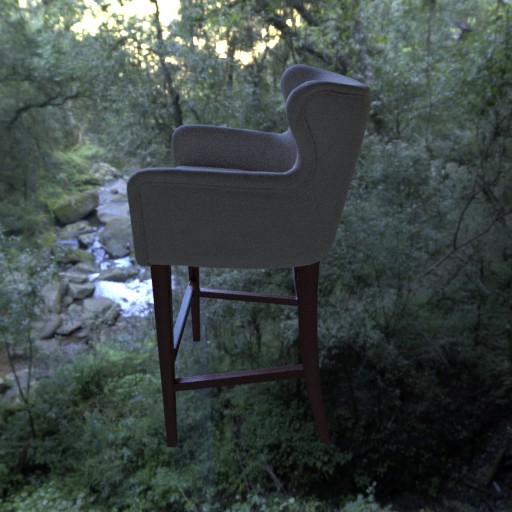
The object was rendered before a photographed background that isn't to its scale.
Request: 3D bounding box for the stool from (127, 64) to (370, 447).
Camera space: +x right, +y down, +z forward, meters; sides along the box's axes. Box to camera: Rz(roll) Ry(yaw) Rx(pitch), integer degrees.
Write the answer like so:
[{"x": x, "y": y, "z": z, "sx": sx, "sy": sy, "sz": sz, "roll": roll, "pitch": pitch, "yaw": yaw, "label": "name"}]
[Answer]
[{"x": 0.000, "y": 0.000, "z": 1.333, "sx": 0.563, "sy": 1.034, "sz": 0.556, "roll": 1, "pitch": 27, "yaw": 1, "label": "stool"}]
